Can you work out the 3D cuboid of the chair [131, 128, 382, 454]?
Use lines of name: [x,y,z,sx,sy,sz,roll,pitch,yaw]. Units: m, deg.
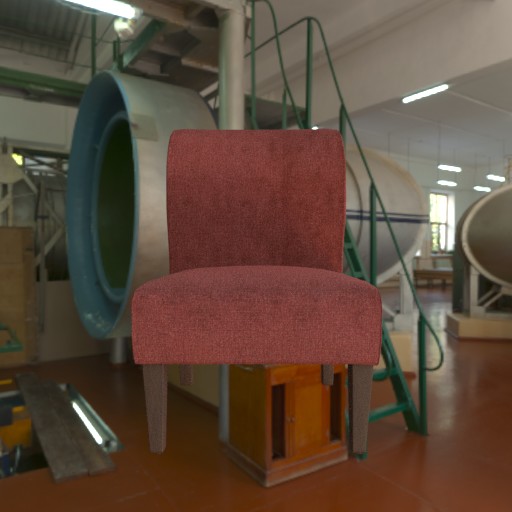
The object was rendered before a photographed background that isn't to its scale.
chair: [0.000,0.000,1.228,0.538,0.846,0.640,0,1,0]
